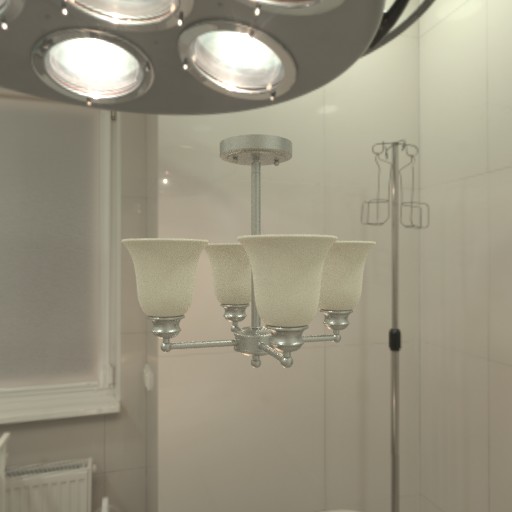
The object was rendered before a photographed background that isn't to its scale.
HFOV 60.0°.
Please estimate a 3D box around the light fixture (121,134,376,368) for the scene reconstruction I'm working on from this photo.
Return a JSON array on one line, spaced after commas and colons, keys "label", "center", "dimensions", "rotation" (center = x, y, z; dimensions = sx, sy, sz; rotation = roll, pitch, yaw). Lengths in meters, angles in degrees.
[{"label": "light fixture", "center": [0.000, 0.000, 0.734], "dimensions": [0.427, 0.370, 0.427], "rotation": [0, -1, -16]}]
